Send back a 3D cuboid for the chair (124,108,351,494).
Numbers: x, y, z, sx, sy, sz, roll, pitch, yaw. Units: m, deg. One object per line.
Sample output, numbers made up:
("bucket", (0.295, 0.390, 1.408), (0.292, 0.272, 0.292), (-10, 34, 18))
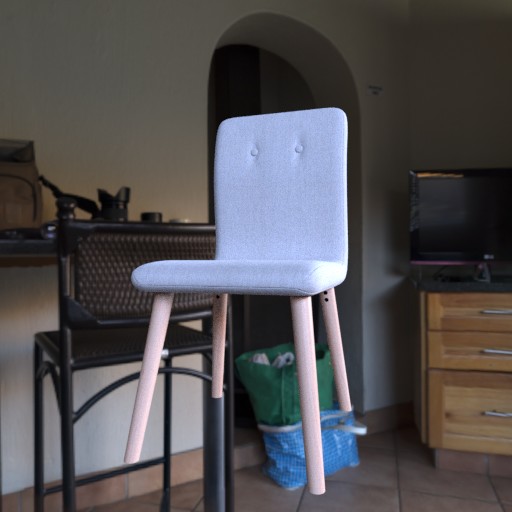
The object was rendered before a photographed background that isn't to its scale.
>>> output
("chair", (0.000, 0.000, 1.138), (0.435, 0.885, 0.550), (0, -1, 18))
